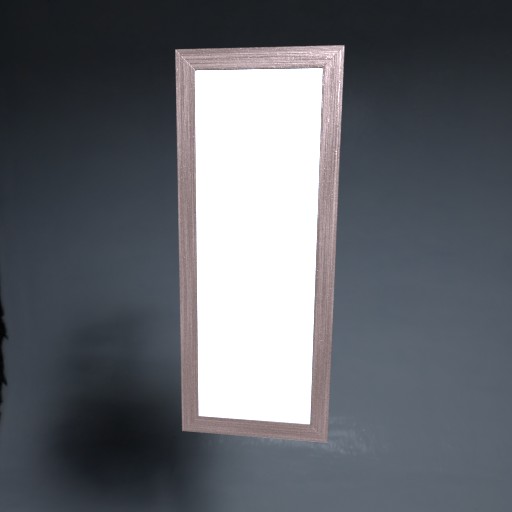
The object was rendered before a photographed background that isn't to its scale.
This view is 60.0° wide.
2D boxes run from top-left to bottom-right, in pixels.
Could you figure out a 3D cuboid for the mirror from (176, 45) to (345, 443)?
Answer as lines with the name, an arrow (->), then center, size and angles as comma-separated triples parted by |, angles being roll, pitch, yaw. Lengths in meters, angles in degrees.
mirror -> 0.000, 0.000, 2.302 | 0.812, 2.020, 0.221 | 2, 15, 7
